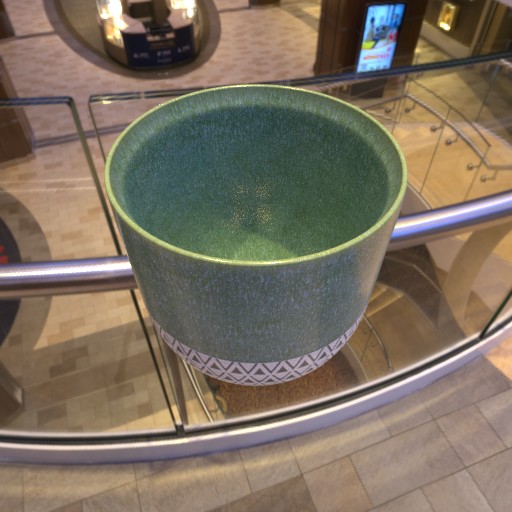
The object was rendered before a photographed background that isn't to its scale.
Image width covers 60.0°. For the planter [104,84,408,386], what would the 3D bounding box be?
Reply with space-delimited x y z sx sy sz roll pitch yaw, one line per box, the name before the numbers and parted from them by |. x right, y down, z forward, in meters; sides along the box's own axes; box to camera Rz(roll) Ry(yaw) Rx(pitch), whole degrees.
planter | 0.000 0.000 0.495 0.266 0.270 0.266 0 47 0
